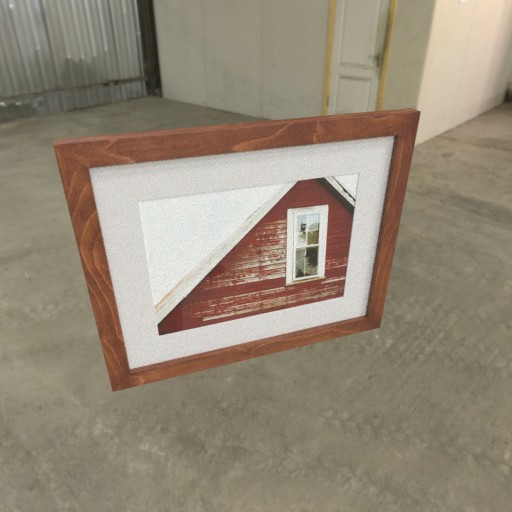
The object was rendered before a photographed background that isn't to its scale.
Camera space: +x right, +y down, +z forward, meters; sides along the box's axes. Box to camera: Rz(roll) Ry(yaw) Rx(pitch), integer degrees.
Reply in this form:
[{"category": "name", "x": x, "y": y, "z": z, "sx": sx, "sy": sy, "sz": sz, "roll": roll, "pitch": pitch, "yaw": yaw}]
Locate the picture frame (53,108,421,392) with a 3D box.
[{"category": "picture frame", "x": 0.000, "y": 0.000, "z": 0.775, "sx": 0.559, "sy": 0.457, "sz": 0.025, "roll": -10, "pitch": 33, "yaw": -16}]
